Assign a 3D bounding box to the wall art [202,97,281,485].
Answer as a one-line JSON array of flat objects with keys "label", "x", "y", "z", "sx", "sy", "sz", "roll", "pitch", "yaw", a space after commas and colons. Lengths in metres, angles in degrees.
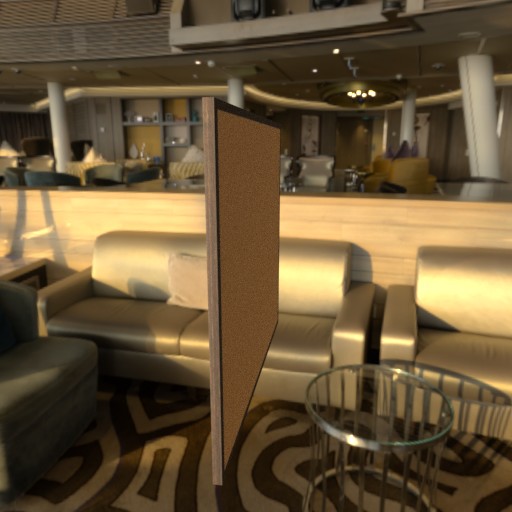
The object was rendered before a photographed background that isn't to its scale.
[{"label": "wall art", "x": 0.000, "y": 0.000, "z": 1.447, "sx": 0.023, "sy": 0.875, "sz": 1.033, "roll": 2, "pitch": 14, "yaw": 10}]
